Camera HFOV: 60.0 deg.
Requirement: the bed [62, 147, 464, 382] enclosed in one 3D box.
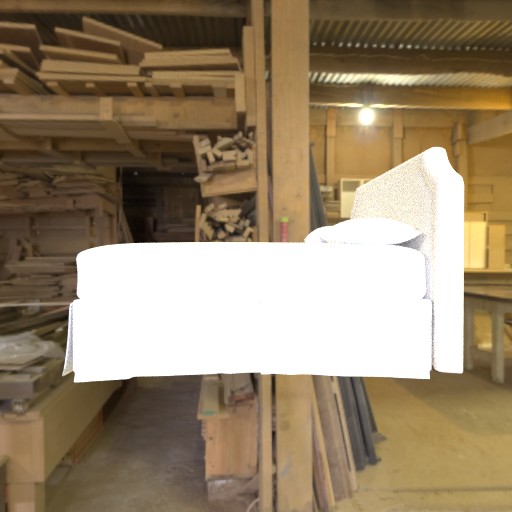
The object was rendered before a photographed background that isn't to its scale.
[{"bbox_3d":[0.000,0.000,3.408,2.204,1.301,2.160,0,1,-1],"label":"bed"}]
